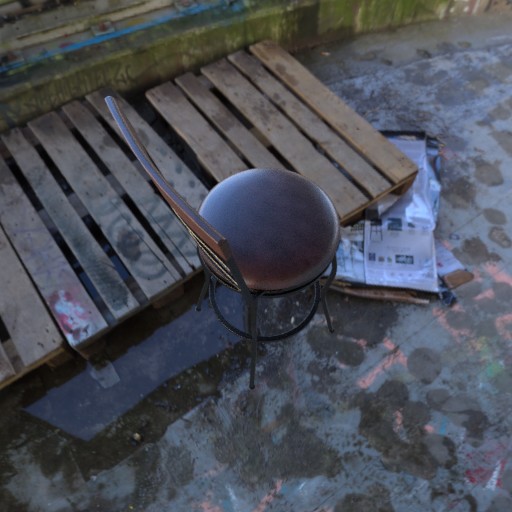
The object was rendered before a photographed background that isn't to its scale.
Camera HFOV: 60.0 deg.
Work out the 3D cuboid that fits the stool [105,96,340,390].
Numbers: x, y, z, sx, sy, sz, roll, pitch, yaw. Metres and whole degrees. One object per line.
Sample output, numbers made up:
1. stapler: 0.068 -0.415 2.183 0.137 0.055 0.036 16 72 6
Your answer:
1. stool: 0.000 0.000 1.394 0.513 1.130 0.448 -31 64 -17
